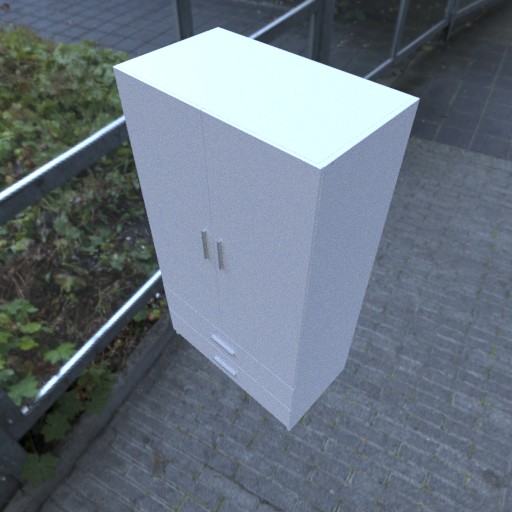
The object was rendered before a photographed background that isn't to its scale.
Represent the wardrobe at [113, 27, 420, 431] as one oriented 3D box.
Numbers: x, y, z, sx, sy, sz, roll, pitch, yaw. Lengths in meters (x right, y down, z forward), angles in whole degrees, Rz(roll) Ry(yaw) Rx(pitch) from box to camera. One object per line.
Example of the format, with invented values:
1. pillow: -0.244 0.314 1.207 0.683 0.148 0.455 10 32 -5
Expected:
1. wardrobe: 0.000 0.000 2.249 0.991 1.808 0.577 34 55 28
